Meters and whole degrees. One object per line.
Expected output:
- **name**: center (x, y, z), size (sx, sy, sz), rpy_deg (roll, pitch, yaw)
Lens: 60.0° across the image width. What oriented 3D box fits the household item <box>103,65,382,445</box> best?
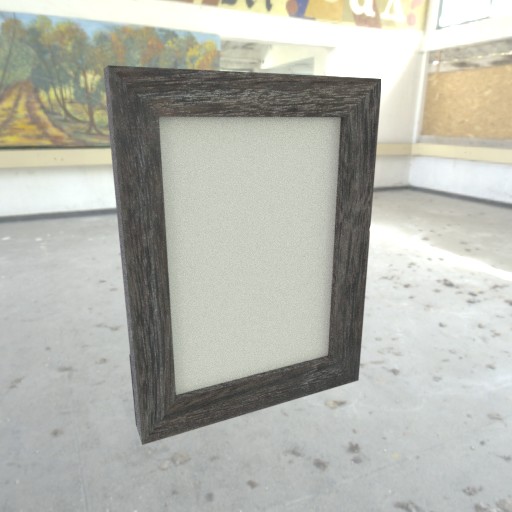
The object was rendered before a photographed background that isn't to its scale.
- **household item**: center (0.000, 0.000, 0.276), size (0.160, 0.210, 0.020), rpy_deg (-8, 19, -24)
